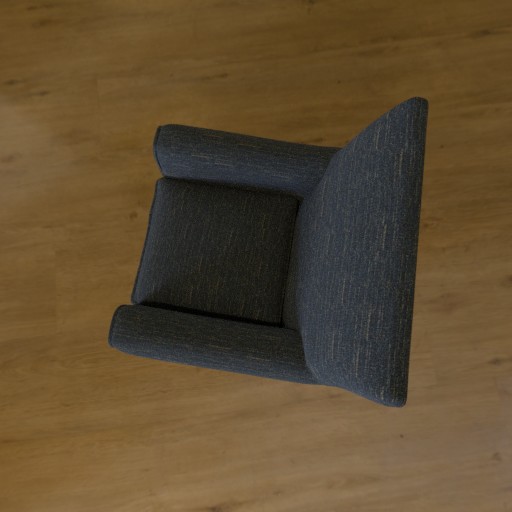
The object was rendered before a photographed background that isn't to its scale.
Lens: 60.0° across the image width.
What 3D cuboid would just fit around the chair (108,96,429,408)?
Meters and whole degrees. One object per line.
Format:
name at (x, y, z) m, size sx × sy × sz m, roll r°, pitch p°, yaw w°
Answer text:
chair at (0.000, 0.000, 1.628) m, size 0.873 × 0.928 × 0.864 m, roll 9°, pitch 76°, yaw 2°
